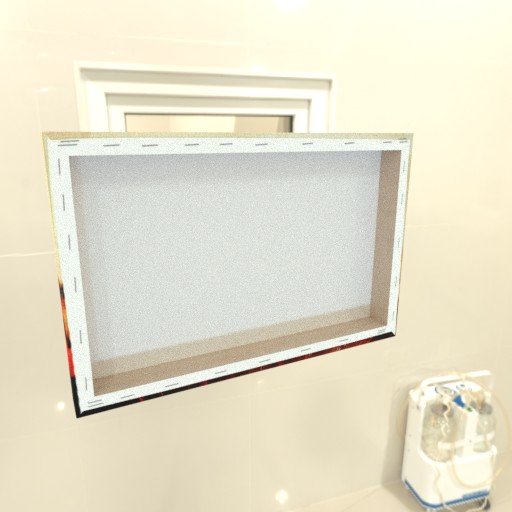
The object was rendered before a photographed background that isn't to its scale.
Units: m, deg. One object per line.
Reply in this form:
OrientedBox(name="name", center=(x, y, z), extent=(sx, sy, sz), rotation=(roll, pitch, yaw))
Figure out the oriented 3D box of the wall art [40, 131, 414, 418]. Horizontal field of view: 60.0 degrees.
OrientedBox(name="wall art", center=(0.000, 0.000, 0.468), extent=(0.383, 0.251, 0.037), rotation=(-7, 17, -26))
